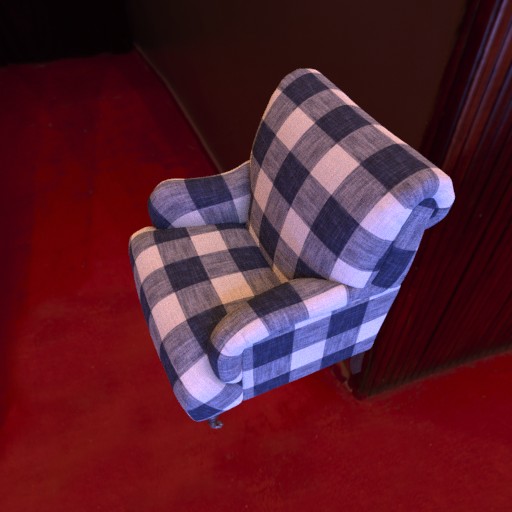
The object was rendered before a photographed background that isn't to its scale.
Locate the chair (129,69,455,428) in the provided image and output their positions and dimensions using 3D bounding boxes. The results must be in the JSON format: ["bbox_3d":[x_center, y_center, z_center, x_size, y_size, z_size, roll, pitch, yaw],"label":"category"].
[{"bbox_3d":[0.000,0.000,1.570,0.848,0.953,0.781,-18,49,-16],"label":"chair"}]
